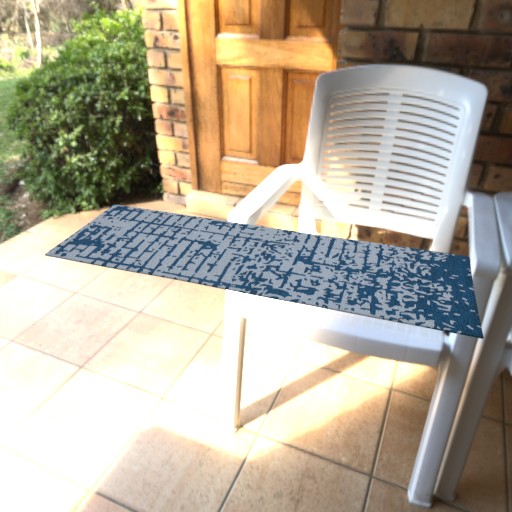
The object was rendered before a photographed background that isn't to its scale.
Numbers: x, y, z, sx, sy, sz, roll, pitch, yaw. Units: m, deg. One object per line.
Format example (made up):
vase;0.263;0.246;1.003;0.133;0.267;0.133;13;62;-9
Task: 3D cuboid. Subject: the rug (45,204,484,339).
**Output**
rug;0.000;0.000;2.656;2.435;0.011;0.750;9;33;15
